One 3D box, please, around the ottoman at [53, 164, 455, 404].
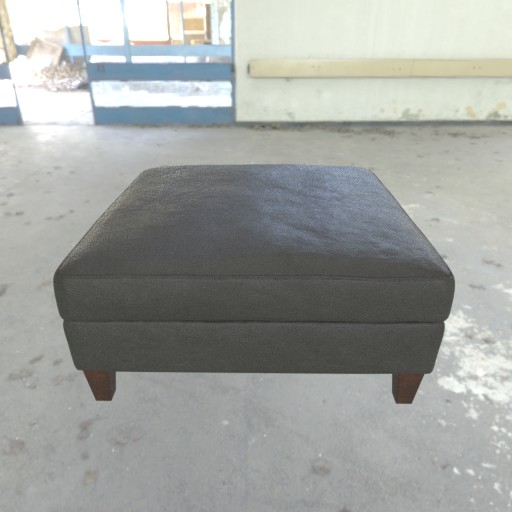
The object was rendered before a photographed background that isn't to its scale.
[{"bbox_3d":[0.000,0.000,1.307,0.844,0.415,0.836,0,26,1],"label":"ottoman"}]
